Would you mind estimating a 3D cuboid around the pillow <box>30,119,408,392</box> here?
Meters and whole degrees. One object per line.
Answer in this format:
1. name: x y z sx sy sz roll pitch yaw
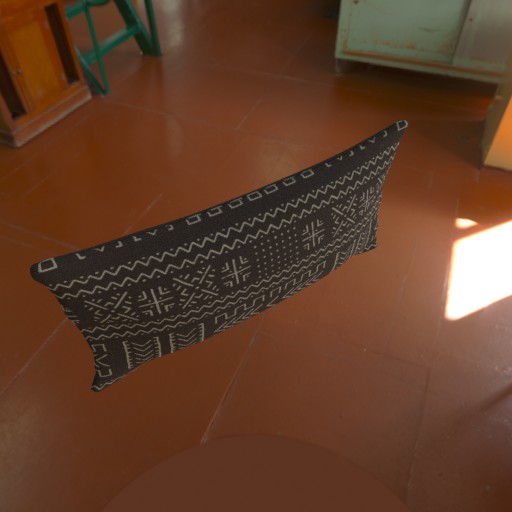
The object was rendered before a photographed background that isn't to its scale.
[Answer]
1. pillow: 0.000 0.000 0.776 0.667 0.322 0.135 -25 51 -22
